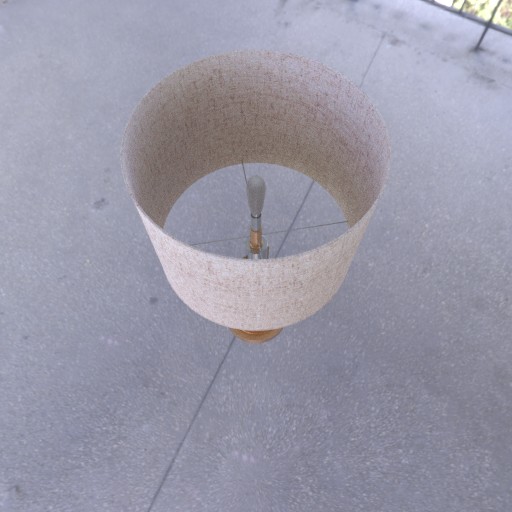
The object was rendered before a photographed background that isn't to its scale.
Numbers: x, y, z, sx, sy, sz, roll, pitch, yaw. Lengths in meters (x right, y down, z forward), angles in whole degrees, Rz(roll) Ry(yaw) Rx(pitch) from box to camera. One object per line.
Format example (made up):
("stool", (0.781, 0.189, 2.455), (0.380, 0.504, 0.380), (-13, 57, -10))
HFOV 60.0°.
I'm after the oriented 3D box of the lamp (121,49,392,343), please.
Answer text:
("lamp", (0.000, 0.000, 0.802), (0.321, 0.610, 0.321), (34, 68, 16))
